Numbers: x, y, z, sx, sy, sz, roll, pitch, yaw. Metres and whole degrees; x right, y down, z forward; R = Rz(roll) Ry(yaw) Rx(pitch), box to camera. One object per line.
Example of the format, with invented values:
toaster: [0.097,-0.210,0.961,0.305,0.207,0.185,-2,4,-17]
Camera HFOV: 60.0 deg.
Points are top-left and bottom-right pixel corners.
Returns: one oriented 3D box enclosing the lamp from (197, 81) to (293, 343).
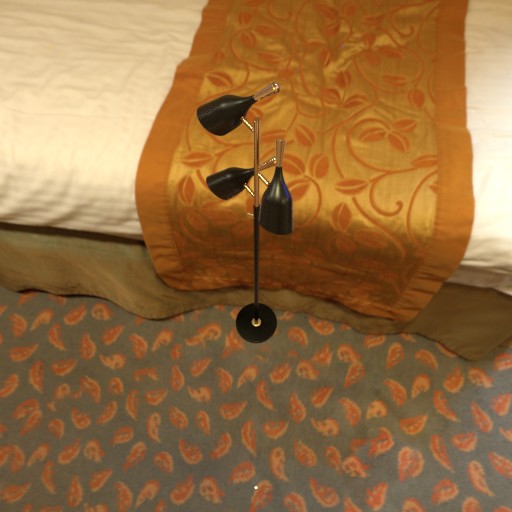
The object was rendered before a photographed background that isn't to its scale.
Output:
lamp: [0.000,0.000,1.933,0.253,1.778,0.434,-33,67,-16]
